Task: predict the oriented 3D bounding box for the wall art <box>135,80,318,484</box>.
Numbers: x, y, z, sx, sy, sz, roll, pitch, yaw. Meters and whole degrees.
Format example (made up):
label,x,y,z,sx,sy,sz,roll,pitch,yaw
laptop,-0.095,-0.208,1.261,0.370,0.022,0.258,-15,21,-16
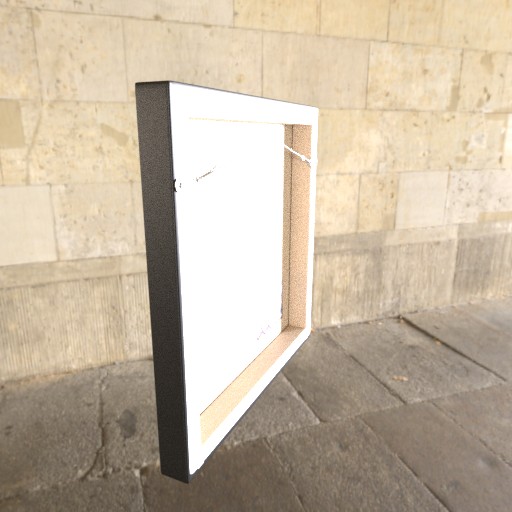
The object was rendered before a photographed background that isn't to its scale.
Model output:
label,x,y,z,sx,sy,sz,roll,pitch,yaw
wall art,0.000,0.000,0.604,0.041,0.407,0.406,7,17,25
